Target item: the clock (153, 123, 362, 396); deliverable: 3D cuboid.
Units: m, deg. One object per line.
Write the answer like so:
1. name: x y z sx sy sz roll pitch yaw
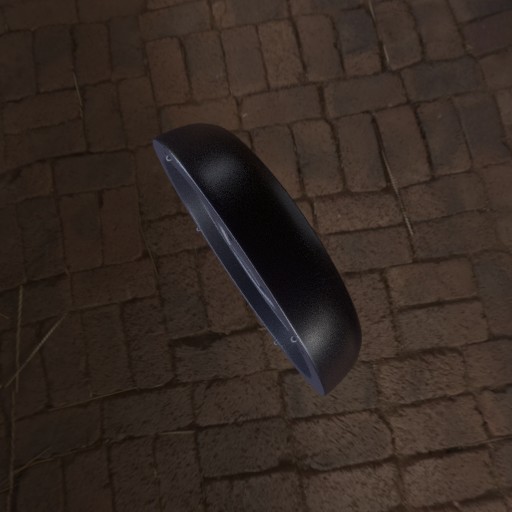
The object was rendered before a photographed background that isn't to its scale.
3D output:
1. clock: 0.000 0.000 0.458 0.060 0.300 0.300 -34 79 -7
